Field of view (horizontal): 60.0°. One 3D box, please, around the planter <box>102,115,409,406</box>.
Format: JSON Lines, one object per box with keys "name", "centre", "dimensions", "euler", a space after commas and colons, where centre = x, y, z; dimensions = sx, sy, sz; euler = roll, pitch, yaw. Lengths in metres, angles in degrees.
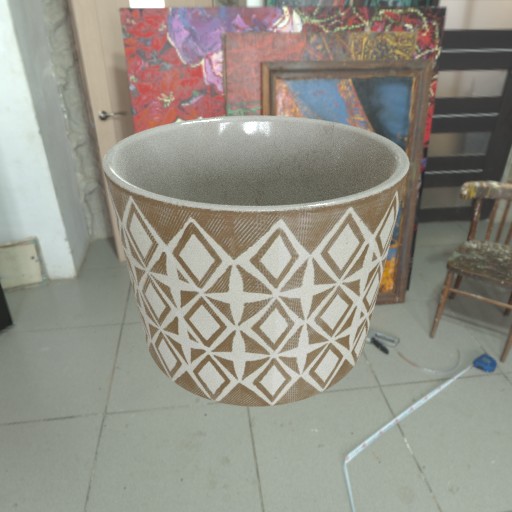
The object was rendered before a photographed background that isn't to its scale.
{"name": "planter", "centre": [0.000, 0.000, 0.447], "dimensions": [0.260, 0.220, 0.260], "euler": [0, 30, 0]}
